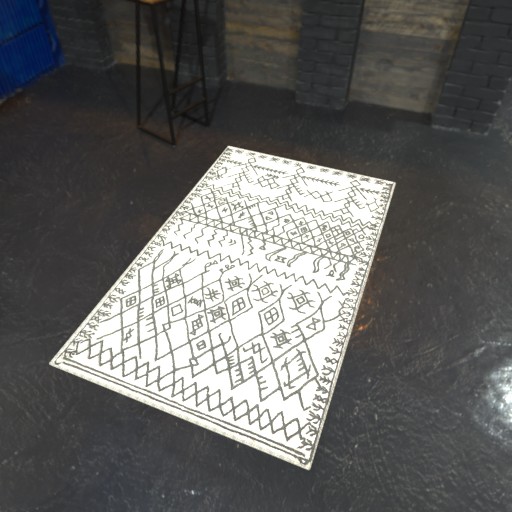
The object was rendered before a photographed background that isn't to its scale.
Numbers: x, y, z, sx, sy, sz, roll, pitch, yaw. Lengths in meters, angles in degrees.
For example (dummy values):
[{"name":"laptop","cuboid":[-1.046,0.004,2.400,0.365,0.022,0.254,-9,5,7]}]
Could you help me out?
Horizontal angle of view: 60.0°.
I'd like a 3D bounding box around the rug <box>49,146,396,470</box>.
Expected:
[{"name":"rug","cuboid":[0.000,0.000,3.084,1.526,0.012,2.444,16,48,15]}]
